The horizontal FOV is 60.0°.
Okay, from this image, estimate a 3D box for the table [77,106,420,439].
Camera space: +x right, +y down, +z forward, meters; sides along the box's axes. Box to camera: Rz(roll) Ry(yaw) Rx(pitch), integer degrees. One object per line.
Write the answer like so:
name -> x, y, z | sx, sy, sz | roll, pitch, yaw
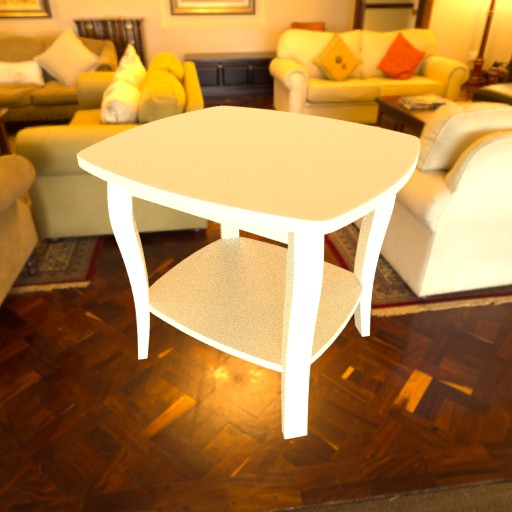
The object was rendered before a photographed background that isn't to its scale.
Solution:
table -> 0.000, 0.000, 0.857 | 0.502, 0.438, 0.451 | 19, 36, 27
